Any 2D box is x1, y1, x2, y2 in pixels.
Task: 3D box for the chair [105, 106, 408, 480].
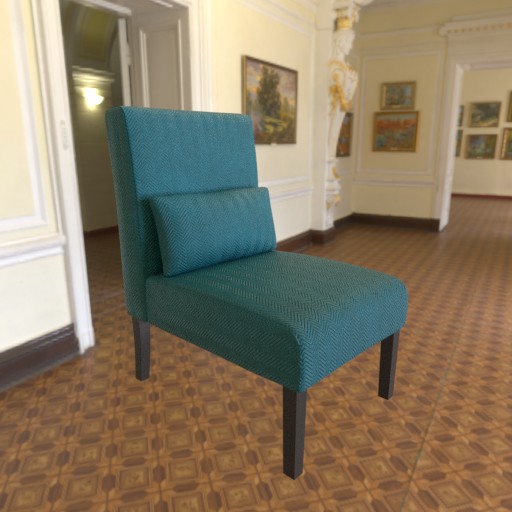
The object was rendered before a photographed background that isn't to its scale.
[{"bbox_3d":[0.000,0.000,1.430,0.808,0.927,0.579,13,19,42],"label":"chair"}]
